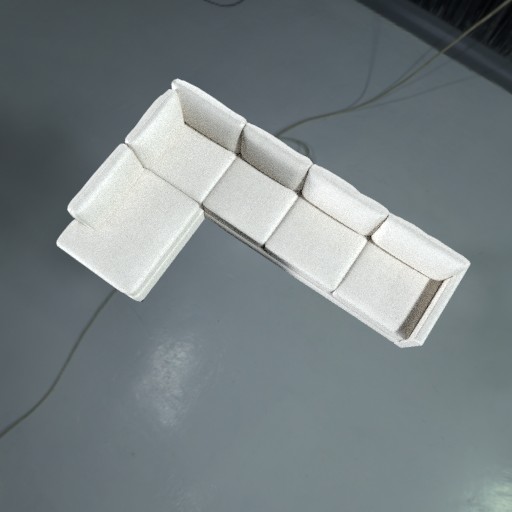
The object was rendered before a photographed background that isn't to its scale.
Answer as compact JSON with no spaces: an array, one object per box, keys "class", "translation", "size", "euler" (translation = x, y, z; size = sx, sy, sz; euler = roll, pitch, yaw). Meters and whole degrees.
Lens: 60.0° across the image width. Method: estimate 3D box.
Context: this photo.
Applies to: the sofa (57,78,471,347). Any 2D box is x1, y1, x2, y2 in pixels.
[{"class":"sofa","translation":[0.000,0.000,4.316],"size":[3.384,0.996,2.048],"euler":[34,79,8]}]
